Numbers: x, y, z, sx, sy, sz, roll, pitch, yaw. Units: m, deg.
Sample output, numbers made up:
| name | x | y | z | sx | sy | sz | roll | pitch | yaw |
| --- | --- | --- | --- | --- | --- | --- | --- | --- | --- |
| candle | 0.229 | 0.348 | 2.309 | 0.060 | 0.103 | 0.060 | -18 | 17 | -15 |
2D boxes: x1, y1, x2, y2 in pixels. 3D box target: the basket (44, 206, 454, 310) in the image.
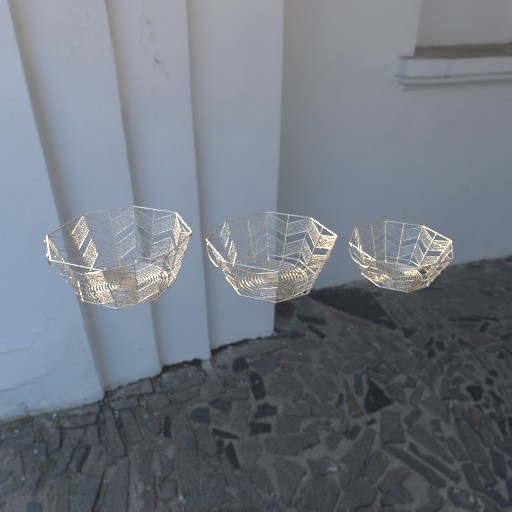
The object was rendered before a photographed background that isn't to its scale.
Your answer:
| name | x | y | z | sx | sy | sz | roll | pitch | yaw |
| --- | --- | --- | --- | --- | --- | --- | --- | --- | --- |
| basket | 0.000 | 0.000 | 1.388 | 1.246 | 0.178 | 0.432 | -1 | 29 | -3 |
